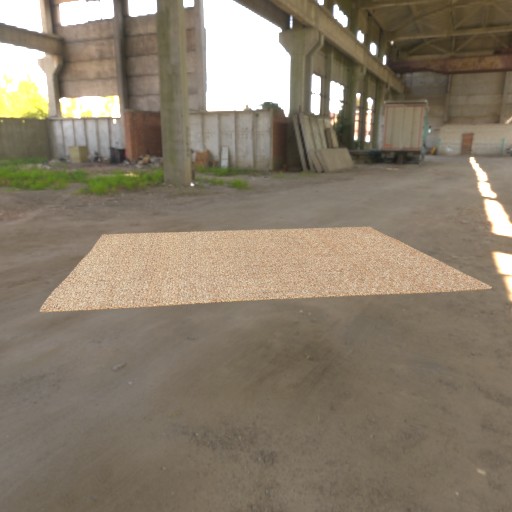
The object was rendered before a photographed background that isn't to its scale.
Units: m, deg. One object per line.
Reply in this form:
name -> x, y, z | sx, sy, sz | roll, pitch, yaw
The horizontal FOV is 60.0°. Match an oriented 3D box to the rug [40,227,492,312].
rug -> 0.000, 0.000, 2.779 | 2.141, 0.013, 1.566 | -2, 15, -8
